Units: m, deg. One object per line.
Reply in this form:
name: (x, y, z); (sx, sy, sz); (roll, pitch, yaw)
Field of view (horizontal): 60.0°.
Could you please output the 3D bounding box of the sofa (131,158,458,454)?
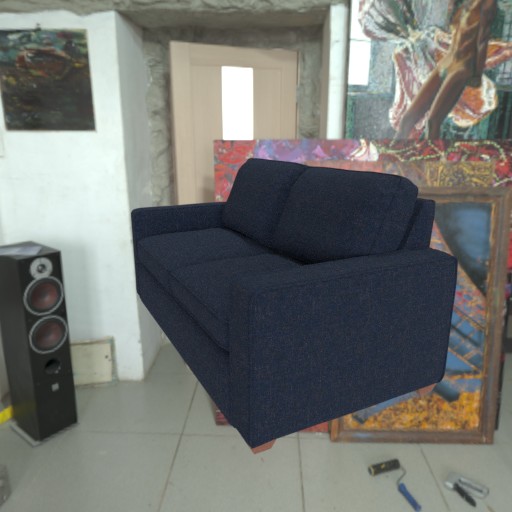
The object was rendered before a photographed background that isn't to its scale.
sofa: (0.000, 0.000, 2.282); (0.947, 0.918, 1.709); (-8, 17, -26)
